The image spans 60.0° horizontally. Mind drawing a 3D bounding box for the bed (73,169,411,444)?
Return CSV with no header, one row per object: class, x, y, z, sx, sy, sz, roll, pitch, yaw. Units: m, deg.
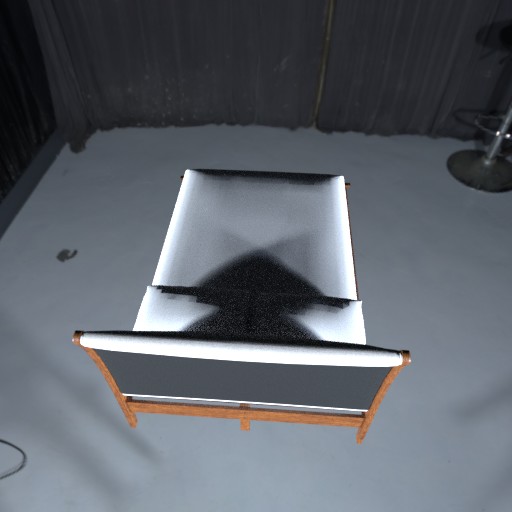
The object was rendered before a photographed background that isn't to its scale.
bed,0.000,0.000,3.259,1.612,1.250,2.380,3,47,3
